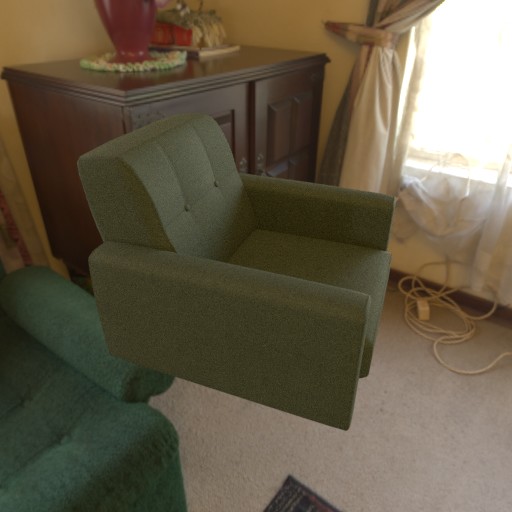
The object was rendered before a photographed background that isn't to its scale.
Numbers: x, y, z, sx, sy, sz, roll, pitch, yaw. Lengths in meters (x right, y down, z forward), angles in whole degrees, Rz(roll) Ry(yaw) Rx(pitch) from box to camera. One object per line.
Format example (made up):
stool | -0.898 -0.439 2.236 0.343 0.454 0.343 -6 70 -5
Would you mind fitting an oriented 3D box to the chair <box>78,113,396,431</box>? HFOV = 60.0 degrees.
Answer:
chair | 0.000 0.000 1.580 0.909 0.841 0.831 11 32 17
